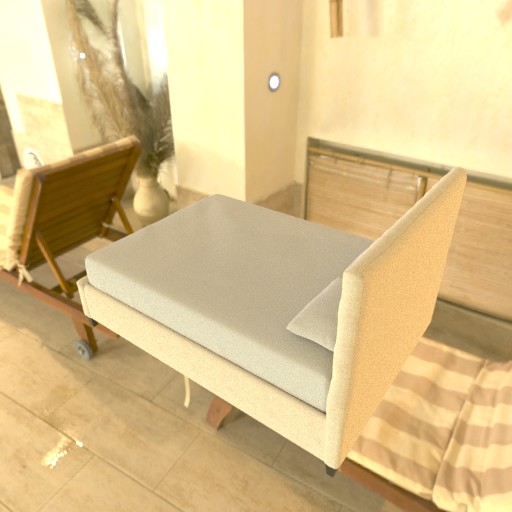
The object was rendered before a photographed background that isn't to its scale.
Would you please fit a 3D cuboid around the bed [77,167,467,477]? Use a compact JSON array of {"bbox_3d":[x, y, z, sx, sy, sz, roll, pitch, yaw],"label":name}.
[{"bbox_3d":[0.000,0.000,3.398,2.387,1.427,1.698,21,37,31],"label":"bed"}]
